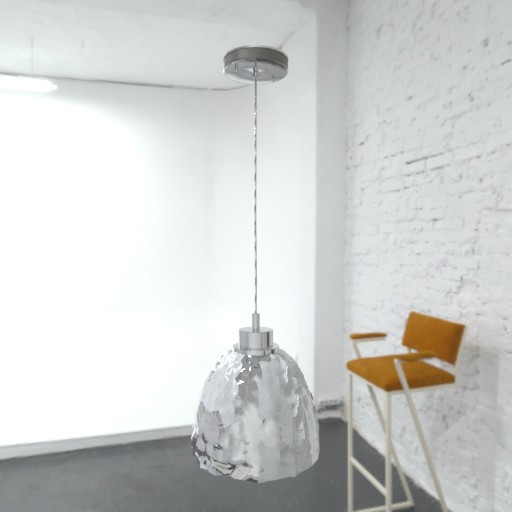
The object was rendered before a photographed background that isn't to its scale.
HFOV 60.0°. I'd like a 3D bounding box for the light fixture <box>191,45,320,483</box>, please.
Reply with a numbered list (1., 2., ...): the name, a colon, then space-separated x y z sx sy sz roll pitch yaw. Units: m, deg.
1. light fixture: 0.000 0.000 1.717 0.496 1.511 0.500 -1 1 -36
